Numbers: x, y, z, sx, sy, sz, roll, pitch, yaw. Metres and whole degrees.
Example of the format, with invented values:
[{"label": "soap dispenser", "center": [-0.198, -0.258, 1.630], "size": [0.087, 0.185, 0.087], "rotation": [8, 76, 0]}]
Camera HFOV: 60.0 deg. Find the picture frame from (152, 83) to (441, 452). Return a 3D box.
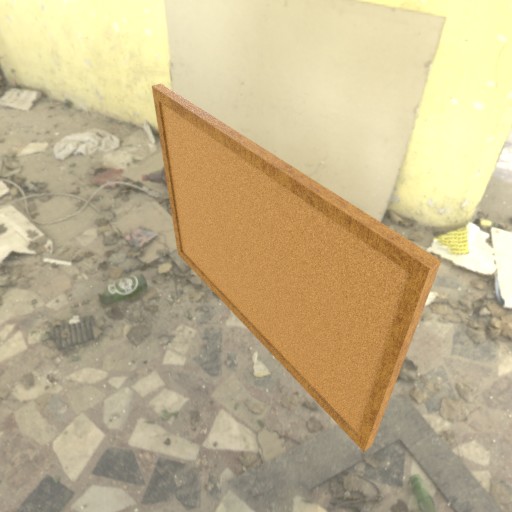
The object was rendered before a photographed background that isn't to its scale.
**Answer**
[{"label": "picture frame", "center": [0.000, 0.000, 1.165], "size": [0.029, 0.621, 0.922], "rotation": [-27, 48, -27]}]
